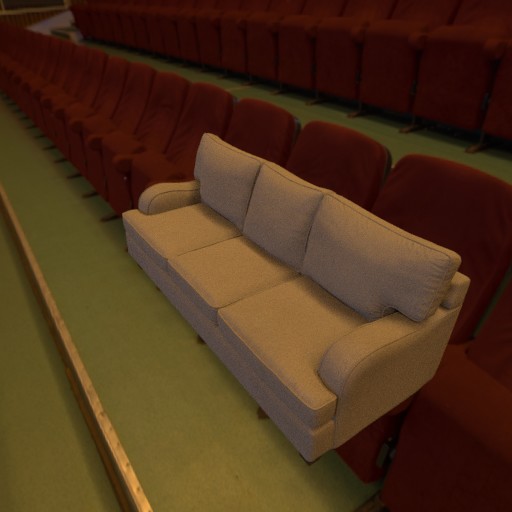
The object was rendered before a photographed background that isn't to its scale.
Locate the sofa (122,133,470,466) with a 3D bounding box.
[{"bbox_3d":[0.000,0.000,2.879,1.016,0.991,2.323,-20,37,-29],"label":"sofa"}]
